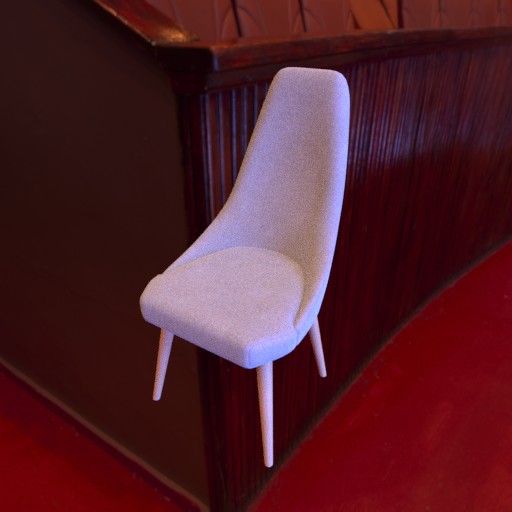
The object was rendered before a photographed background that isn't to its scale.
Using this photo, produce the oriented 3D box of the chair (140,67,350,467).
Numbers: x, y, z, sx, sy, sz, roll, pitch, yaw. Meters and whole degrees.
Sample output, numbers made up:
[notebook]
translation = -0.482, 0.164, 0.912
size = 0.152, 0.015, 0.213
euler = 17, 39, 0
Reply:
[chair]
translation = 0.000, 0.000, 1.404
size = 0.510, 1.040, 0.660
euler = 18, 34, 29
